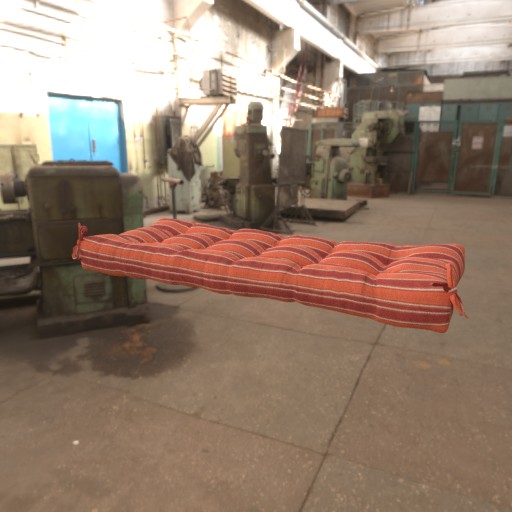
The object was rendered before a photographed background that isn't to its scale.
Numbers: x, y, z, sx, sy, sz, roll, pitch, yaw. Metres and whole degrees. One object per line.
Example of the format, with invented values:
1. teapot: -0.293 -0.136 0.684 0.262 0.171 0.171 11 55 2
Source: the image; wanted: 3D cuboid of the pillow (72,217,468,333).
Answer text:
1. pillow: 0.000 0.000 1.348 1.194 0.174 0.511 7 16 26
